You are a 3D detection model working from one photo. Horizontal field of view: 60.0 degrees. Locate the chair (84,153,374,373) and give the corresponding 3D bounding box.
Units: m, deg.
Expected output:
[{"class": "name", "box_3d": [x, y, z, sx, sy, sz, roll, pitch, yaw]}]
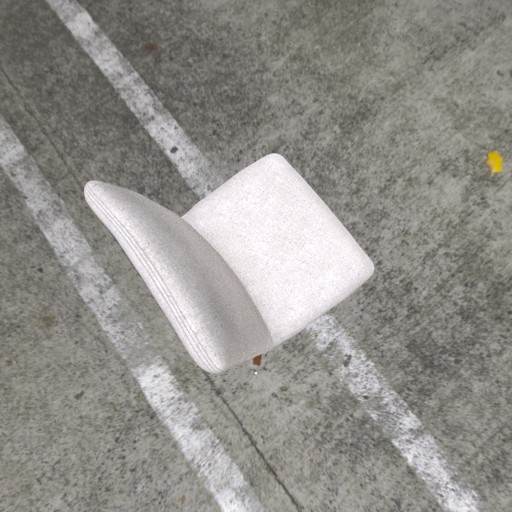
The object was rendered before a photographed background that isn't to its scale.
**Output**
[{"class": "chair", "box_3d": [0.000, 0.000, 1.329, 0.563, 0.974, 0.522, -36, 78, -9]}]
